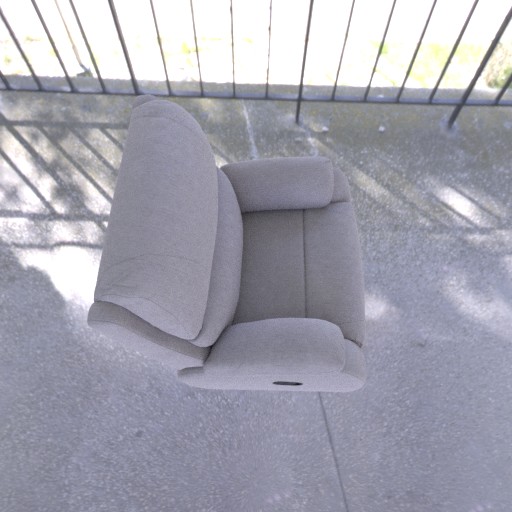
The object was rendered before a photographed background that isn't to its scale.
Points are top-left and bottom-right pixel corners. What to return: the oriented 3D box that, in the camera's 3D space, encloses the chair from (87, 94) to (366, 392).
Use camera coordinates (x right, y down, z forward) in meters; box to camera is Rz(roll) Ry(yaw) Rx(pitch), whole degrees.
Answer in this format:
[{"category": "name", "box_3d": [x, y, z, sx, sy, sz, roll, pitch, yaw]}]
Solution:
[{"category": "chair", "box_3d": [0.000, 0.000, 1.736, 0.899, 1.011, 0.930, 1, 63, 1]}]
